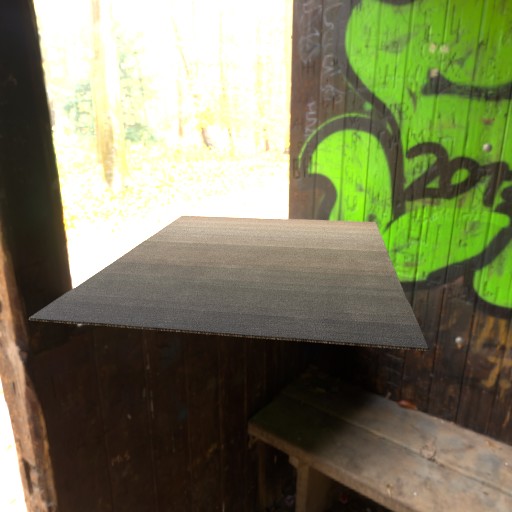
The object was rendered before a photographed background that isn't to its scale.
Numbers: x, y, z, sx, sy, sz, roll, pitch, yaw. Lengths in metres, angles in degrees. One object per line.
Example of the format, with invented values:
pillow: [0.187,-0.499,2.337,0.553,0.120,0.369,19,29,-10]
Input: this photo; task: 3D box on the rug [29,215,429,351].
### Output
rug: [0.000,0.000,3.873,2.315,0.015,2.932,3,18,9]
